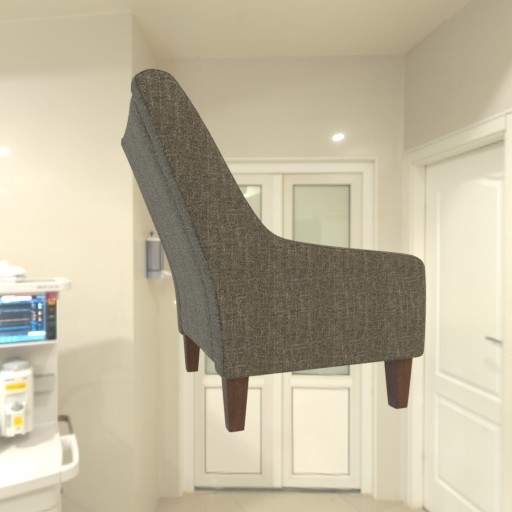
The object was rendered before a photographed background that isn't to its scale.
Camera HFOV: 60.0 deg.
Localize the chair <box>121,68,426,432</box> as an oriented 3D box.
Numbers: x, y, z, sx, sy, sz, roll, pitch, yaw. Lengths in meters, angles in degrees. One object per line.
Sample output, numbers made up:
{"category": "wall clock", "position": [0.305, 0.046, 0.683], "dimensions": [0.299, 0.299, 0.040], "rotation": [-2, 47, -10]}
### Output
{"category": "chair", "position": [0.000, 0.000, 1.672], "dimensions": [0.944, 1.012, 0.793], "rotation": [0, 1, -19]}
